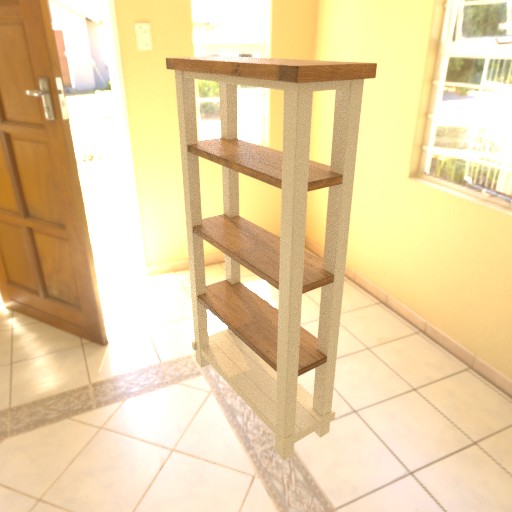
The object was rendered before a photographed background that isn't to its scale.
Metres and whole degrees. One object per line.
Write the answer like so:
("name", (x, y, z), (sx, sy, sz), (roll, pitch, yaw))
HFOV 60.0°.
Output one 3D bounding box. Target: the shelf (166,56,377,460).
("shelf", (0.000, 0.000, 2.321), (0.381, 1.878, 1.022), (-17, 30, -31))
